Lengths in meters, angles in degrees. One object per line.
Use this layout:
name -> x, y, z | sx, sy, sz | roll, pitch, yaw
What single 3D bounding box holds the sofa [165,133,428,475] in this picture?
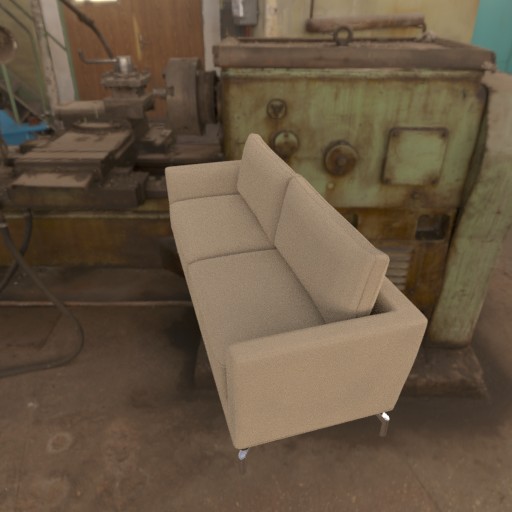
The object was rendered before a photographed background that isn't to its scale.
sofa -> 0.000, 0.000, 2.762 | 0.868, 1.005, 2.214 | -9, 32, -14
